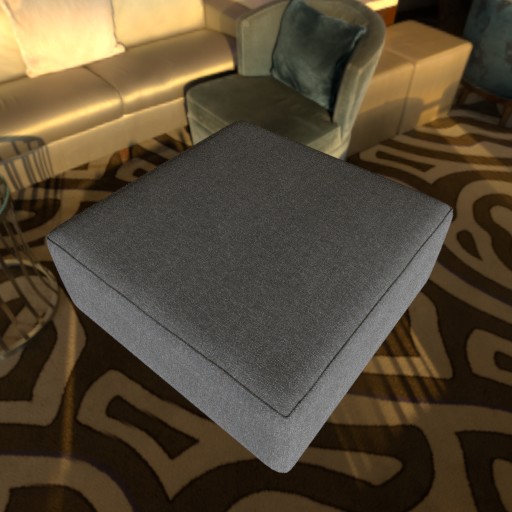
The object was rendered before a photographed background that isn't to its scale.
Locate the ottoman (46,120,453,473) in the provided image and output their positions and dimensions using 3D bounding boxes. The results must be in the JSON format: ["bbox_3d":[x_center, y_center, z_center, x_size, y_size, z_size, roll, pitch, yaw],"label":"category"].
[{"bbox_3d":[0.000,0.000,1.584,1.000,0.439,1.000,30,52,26],"label":"ottoman"}]
